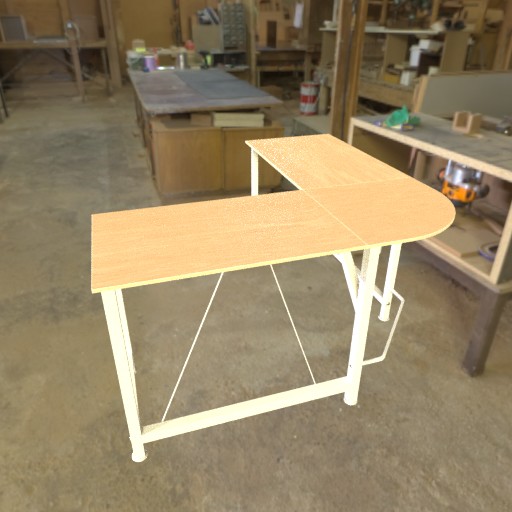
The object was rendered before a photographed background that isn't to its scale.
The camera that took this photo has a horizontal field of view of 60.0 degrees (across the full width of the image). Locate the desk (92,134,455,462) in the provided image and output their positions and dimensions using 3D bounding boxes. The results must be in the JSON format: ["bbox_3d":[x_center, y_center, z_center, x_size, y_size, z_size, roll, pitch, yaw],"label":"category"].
[{"bbox_3d":[0.000,0.000,2.172,1.400,0.762,1.400,-9,30,-16],"label":"desk"}]
